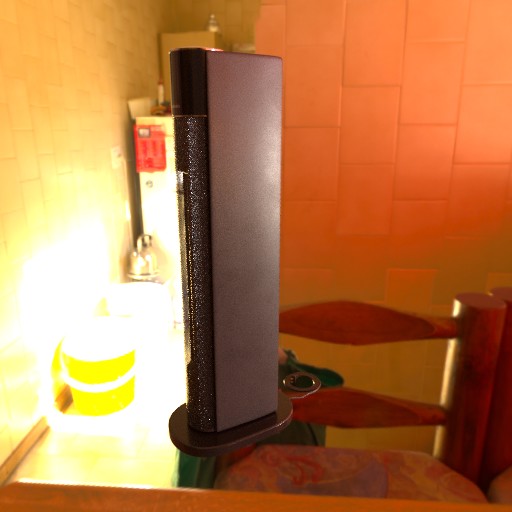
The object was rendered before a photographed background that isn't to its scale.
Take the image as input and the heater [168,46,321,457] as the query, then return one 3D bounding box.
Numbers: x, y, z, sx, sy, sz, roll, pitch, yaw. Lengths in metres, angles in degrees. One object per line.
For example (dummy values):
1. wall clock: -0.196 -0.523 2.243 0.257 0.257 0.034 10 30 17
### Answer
1. heater: 0.000 0.000 1.033 0.458 0.856 0.214 -8 18 -26
